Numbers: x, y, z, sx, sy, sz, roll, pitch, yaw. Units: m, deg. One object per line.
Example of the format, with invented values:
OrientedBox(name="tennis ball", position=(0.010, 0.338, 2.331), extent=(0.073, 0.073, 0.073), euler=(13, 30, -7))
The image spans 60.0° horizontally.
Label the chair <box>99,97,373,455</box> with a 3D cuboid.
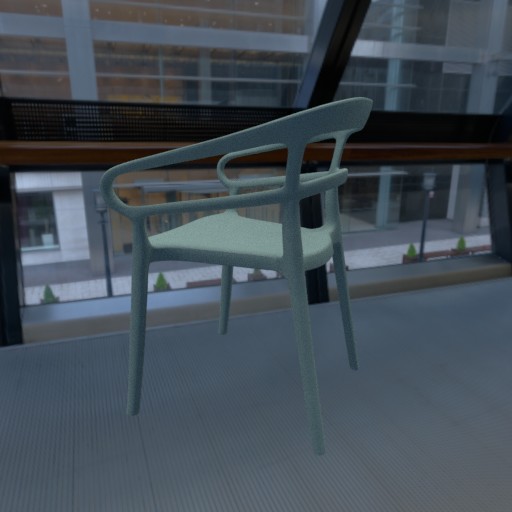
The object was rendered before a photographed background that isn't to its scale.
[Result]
OrientedBox(name="chair", position=(0.000, 0.000, 1.150), extent=(0.527, 0.761, 0.559), euler=(7, 18, 22))
